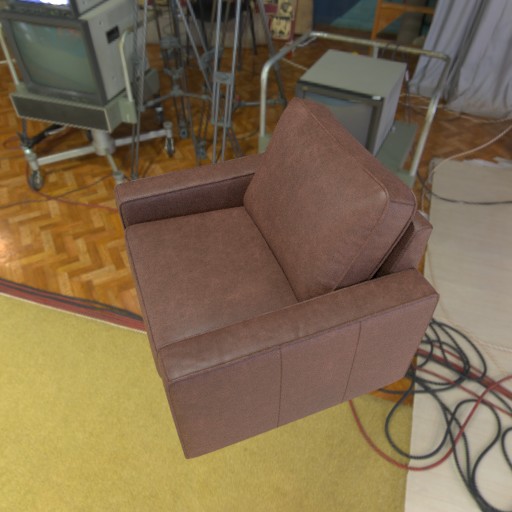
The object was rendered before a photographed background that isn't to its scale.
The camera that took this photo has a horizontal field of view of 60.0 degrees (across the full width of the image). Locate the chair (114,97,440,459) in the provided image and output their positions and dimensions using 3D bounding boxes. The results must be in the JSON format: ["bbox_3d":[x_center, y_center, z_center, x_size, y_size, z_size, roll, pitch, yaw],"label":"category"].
[{"bbox_3d":[0.000,0.000,1.728,0.940,0.919,1.017,-15,47,-15],"label":"chair"}]
